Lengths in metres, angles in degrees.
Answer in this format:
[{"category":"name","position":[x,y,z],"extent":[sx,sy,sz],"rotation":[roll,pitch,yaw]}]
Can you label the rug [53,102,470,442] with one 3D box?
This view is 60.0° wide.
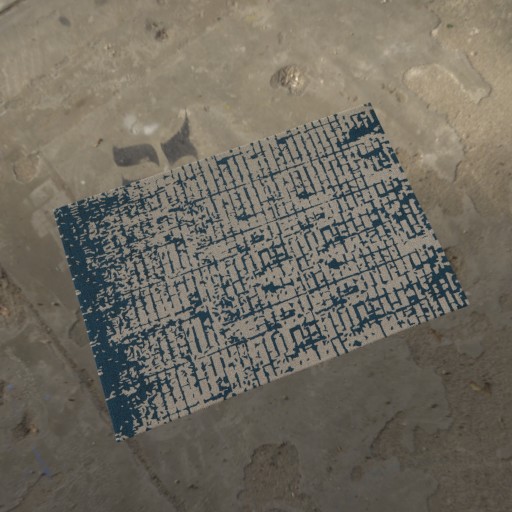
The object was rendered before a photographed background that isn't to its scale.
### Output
[{"category":"rug","position":[0.000,0.000,2.272],"extent":[1.828,0.007,1.220],"rotation":[-20,77,-5]}]
